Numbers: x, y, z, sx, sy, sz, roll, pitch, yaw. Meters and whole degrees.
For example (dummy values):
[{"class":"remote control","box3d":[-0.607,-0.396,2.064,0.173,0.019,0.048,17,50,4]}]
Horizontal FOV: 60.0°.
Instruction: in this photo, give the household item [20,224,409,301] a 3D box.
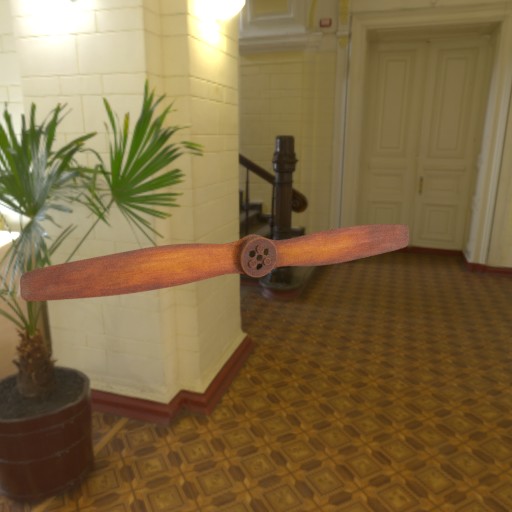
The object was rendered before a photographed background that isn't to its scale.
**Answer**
[{"class":"household item","box3d":[0.000,0.000,1.247,1.181,0.121,0.051,-8,17,-27]}]
